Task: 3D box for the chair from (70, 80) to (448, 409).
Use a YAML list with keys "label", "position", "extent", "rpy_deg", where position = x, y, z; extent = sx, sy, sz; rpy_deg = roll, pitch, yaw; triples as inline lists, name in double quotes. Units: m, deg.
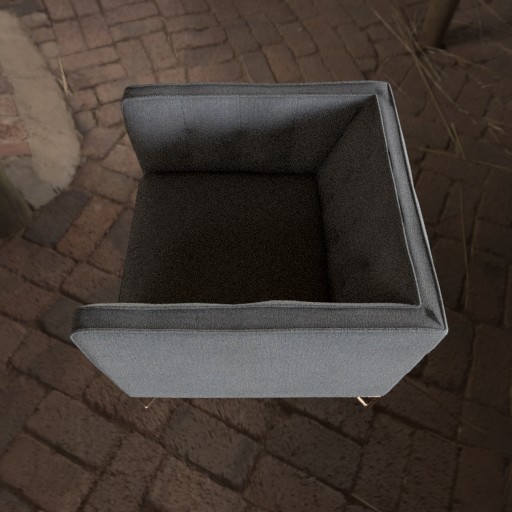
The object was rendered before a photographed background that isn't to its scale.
- label: "chair"
  position: [0.000, 0.000, 1.585]
  extent: [0.912, 0.799, 0.920]
  rpy_deg: [0, 59, 0]
